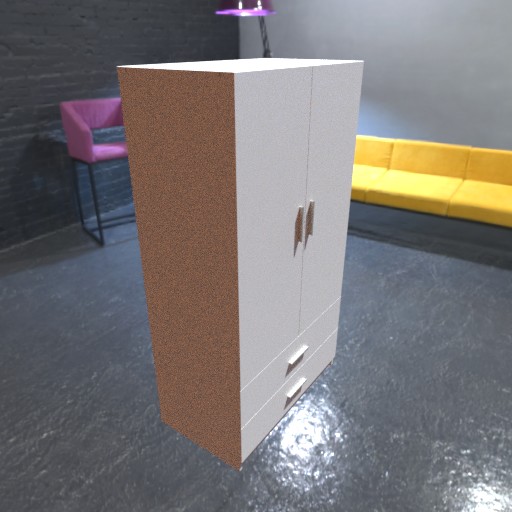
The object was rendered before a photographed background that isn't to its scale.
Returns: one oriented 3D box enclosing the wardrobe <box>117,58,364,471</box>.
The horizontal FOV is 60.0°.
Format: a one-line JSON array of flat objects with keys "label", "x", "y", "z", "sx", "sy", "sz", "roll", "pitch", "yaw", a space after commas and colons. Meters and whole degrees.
[{"label": "wardrobe", "x": 0.000, "y": 0.000, "z": 2.266, "sx": 0.577, "sy": 1.808, "sz": 0.991, "roll": 18, "pitch": 31, "yaw": 32}]
